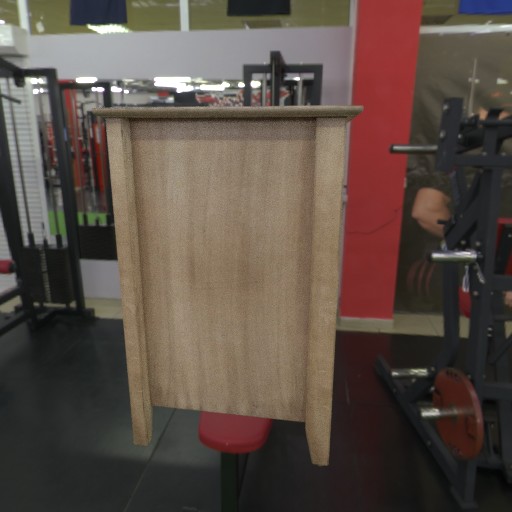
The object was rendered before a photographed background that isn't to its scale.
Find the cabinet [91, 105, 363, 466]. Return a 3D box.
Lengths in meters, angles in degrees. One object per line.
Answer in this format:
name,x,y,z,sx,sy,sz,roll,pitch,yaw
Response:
cabinet,0.000,0.000,1.250,0.503,0.762,0.763,3,16,10
